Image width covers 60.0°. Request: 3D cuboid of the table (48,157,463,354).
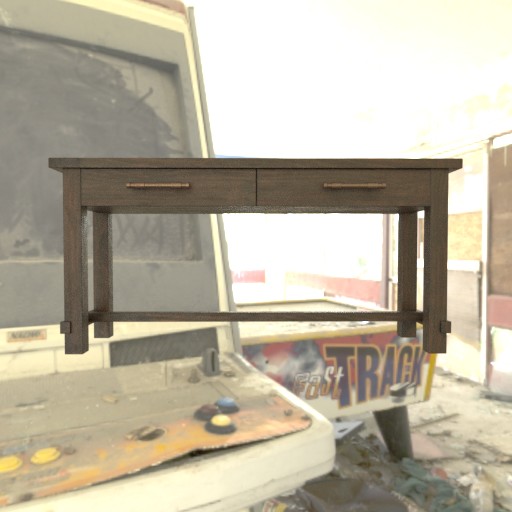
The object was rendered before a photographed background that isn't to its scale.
[{"bbox_3d":[0.000,0.000,1.903,1.599,0.762,0.442,0,1,-1],"label":"table"}]
